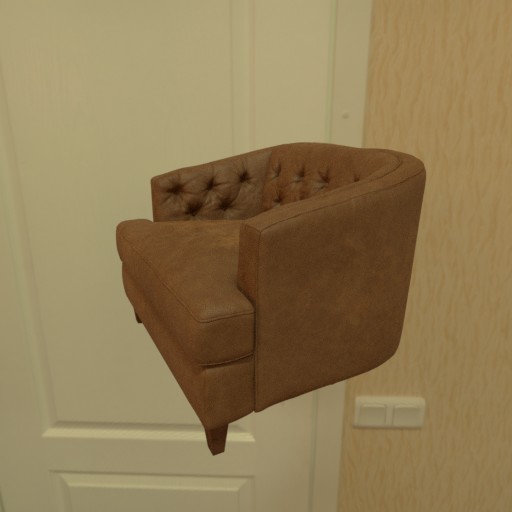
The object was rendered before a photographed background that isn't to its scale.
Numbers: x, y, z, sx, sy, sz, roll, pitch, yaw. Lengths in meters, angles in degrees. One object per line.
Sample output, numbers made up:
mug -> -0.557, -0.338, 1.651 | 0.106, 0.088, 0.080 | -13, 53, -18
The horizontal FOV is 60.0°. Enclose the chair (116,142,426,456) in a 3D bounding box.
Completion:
chair -> 0.000, 0.000, 1.762 | 0.911, 0.836, 1.119 | -9, 20, -26
